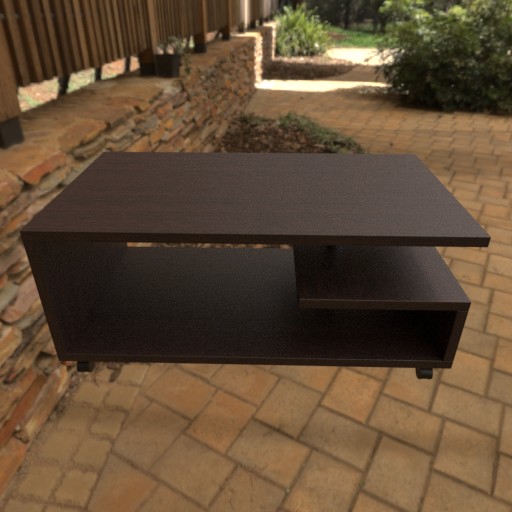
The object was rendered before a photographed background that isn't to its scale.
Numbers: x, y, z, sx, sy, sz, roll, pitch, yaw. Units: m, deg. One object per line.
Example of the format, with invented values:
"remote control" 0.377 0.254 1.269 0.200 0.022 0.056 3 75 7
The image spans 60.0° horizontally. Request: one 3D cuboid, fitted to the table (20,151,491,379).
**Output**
"table" 0.000 0.000 1.355 1.050 0.460 0.590 1 30 1
